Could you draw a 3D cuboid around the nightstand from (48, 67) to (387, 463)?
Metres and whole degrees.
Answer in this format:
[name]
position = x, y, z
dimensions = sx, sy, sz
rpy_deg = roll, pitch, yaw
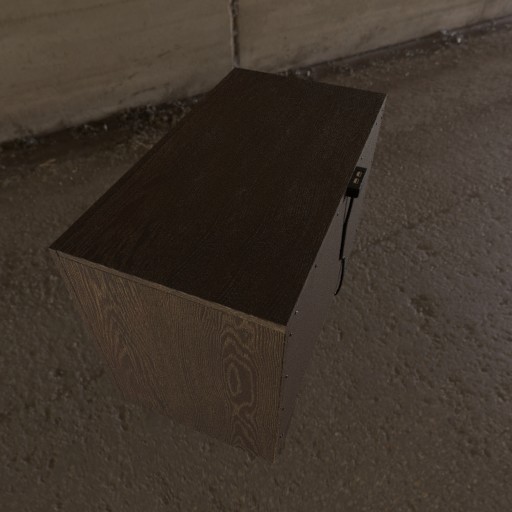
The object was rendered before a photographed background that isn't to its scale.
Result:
[nightstand]
position = 0.000, 0.000, 1.159
dimensions = 0.457, 0.612, 0.775
rpy_deg = 16, 48, 15
